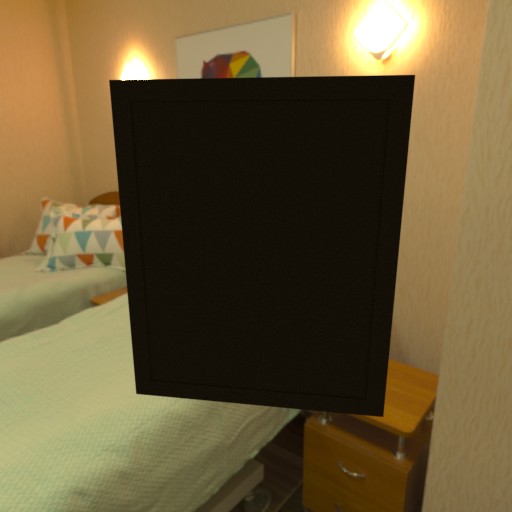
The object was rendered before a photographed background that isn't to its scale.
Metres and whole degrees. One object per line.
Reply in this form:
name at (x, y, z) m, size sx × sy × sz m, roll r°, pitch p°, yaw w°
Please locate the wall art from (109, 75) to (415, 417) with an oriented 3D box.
wall art at (0.000, 0.000, 0.748) m, size 0.457 × 0.559 × 0.033 m, roll 2°, pitch 16°, yaw 8°
